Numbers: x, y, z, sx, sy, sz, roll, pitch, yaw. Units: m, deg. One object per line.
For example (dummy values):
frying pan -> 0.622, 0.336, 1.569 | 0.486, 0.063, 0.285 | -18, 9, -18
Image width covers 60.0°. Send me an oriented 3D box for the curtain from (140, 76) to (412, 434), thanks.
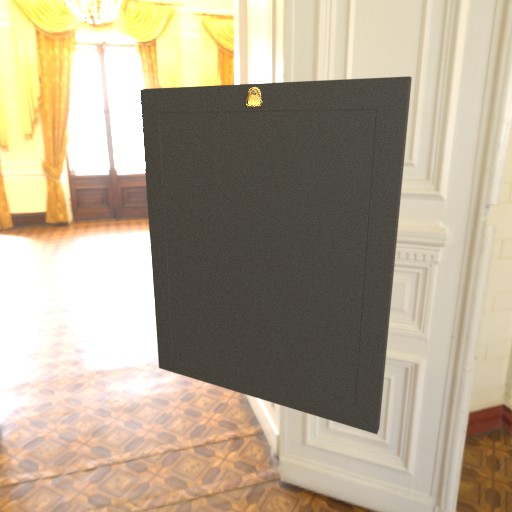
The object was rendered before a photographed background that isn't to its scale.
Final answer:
curtain -> 0.000, 0.000, 0.805 | 0.483, 0.585, 0.027 | 8, 18, 26
